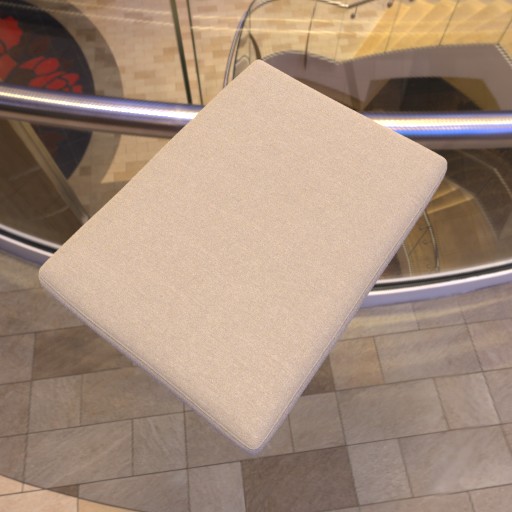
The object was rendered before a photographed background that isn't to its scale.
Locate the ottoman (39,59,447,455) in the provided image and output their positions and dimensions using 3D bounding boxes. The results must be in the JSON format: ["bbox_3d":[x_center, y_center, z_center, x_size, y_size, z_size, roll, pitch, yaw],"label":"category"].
[{"bbox_3d":[0.000,0.000,1.125,0.569,0.500,0.771,34,69,15],"label":"ottoman"}]
